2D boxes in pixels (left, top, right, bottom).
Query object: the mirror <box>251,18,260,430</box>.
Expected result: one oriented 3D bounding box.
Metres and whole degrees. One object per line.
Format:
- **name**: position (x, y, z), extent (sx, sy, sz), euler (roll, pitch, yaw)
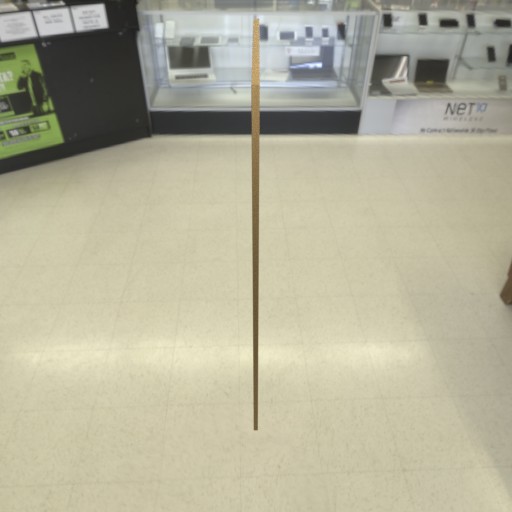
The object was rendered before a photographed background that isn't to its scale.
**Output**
- **mirror**: position (0.000, 0.000, 2.285), extent (0.025, 2.031, 0.812), euler (0, 40, 0)
